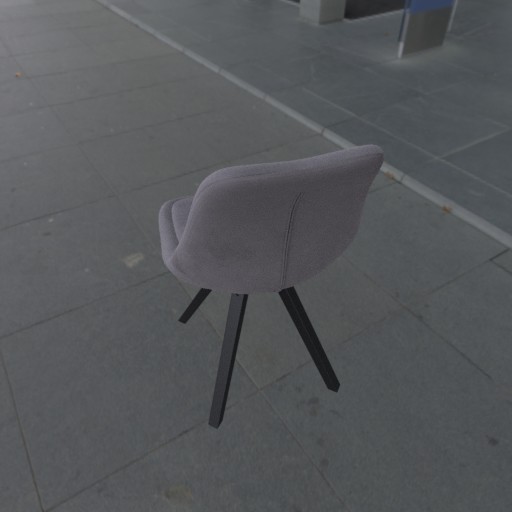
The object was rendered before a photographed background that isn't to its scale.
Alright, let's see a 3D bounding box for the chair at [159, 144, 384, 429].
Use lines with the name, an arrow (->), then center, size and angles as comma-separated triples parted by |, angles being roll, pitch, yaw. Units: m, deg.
chair -> 0.000, 0.000, 1.188 | 0.485, 0.850, 0.550 | -12, 43, -13
